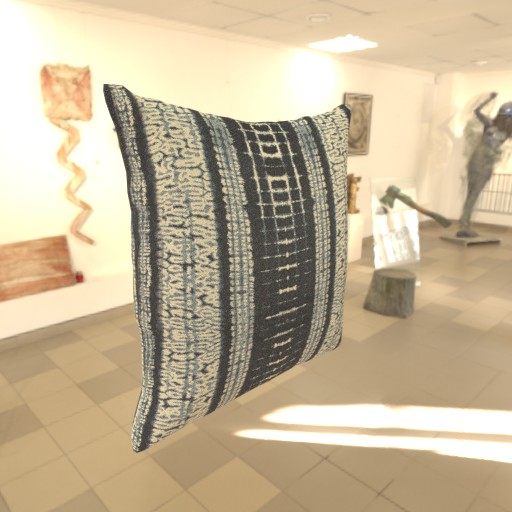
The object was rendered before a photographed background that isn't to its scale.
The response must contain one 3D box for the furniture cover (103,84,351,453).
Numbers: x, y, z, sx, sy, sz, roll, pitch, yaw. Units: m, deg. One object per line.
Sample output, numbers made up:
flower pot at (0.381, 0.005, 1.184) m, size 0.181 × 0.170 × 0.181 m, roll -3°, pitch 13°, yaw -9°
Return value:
furniture cover at (0.000, 0.000, 0.638) m, size 0.425 × 0.435 × 0.133 m, roll -14°, pitch 21°, yaw -42°
